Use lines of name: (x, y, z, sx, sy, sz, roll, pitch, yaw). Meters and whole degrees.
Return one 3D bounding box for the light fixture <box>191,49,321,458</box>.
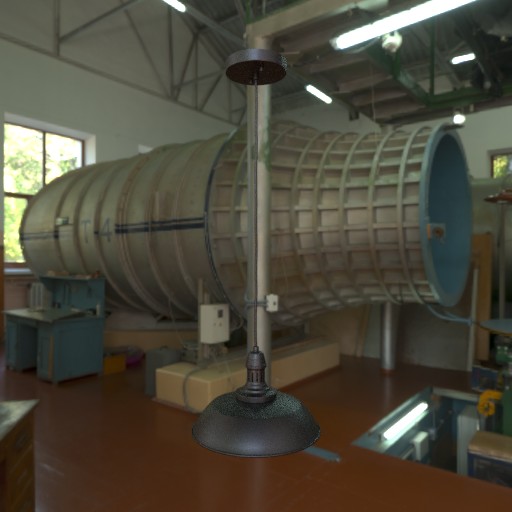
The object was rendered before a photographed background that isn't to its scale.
light fixture: (0.000, 0.000, 1.139, 0.331, 0.993, 0.331, 0, 0, -18)
